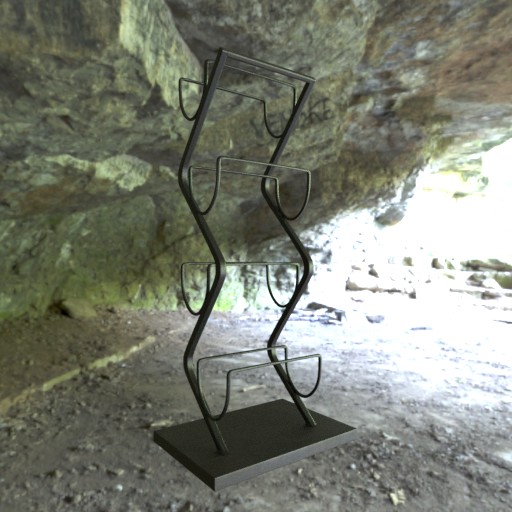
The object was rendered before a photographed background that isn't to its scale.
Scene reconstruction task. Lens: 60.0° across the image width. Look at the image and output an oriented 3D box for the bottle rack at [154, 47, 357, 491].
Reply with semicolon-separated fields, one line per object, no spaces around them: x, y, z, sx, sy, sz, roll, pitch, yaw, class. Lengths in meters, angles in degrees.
0.000;0.000;0.671;0.254;0.559;0.178;0;0;-37;bottle rack
